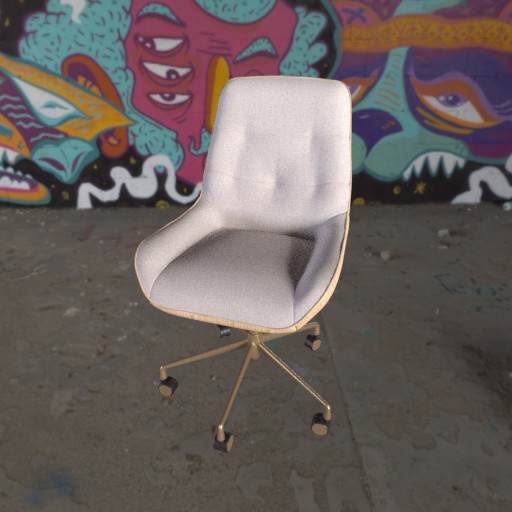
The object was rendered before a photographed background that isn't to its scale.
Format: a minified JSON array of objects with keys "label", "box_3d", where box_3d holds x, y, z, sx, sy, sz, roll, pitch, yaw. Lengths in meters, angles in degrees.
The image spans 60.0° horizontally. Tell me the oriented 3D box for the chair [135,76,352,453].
[{"label":"chair","box_3d":[0.000,0.000,1.326,0.564,0.952,0.668,8,28,16]}]
